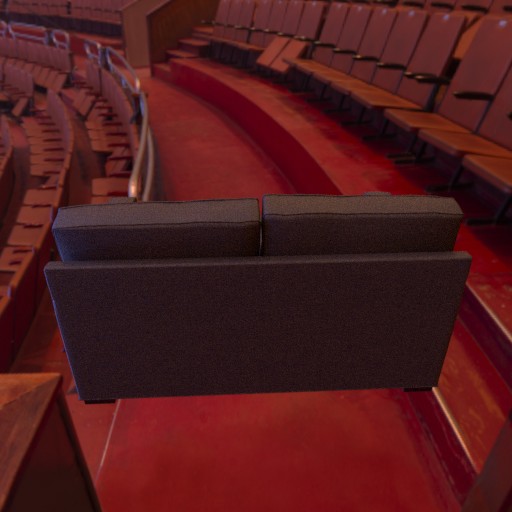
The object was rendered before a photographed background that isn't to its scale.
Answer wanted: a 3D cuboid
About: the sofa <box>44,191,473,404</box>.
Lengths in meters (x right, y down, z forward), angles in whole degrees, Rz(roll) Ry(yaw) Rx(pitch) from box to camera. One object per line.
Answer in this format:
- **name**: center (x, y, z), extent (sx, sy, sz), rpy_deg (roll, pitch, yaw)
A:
- **sofa**: center (0.000, 0.000, 2.102), extent (1.534, 0.887, 0.974), rpy_deg (-1, 30, -2)
